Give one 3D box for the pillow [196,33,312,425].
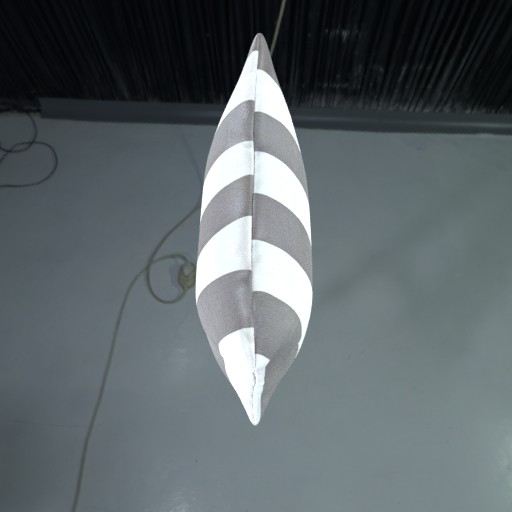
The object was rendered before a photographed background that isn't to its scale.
[{"bbox_3d":[0.000,0.000,0.796,0.192,0.507,0.522,1,63,0],"label":"pillow"}]
